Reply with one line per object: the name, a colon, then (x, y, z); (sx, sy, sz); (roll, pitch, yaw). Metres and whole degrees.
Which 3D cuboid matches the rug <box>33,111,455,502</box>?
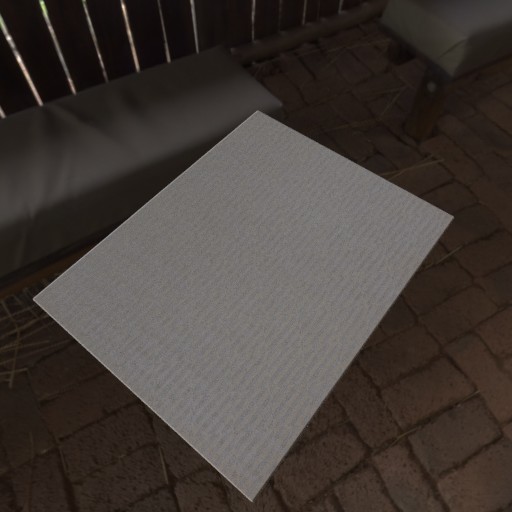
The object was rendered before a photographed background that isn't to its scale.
rug: (0.000, 0.000, 3.992); (2.410, 0.021, 3.055); (34, 64, 19)
